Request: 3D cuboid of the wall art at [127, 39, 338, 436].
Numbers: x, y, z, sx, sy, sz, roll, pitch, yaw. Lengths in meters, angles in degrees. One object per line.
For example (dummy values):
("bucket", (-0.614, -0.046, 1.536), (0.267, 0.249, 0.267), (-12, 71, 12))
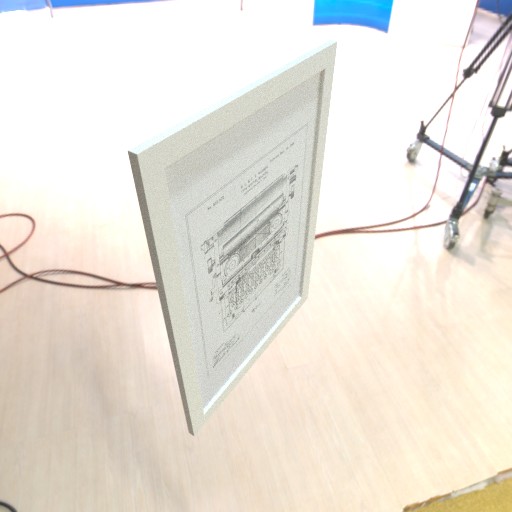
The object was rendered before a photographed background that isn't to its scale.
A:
("wall art", (0.000, 0.000, 0.685), (0.013, 0.533, 0.381), (25, 48, 25))
